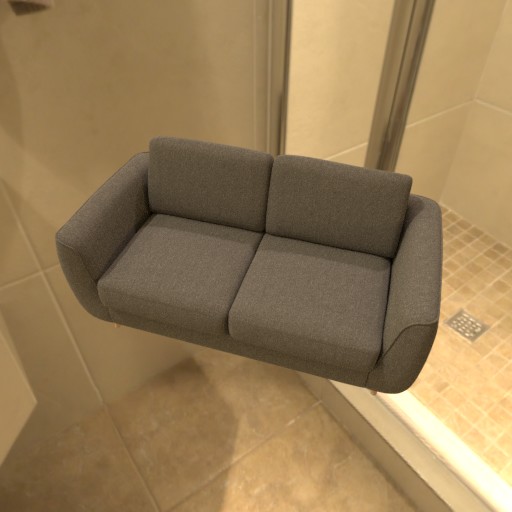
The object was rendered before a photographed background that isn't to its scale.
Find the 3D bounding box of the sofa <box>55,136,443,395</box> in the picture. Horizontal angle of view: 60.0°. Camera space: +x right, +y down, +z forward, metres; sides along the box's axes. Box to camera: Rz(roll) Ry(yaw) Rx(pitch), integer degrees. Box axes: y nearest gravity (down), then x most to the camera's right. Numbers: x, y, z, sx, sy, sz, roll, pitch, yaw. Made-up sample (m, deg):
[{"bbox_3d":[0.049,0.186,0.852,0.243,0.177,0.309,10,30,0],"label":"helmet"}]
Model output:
[{"bbox_3d":[0.000,0.000,2.220,1.700,0.870,0.920,12,43,13],"label":"sofa"}]
